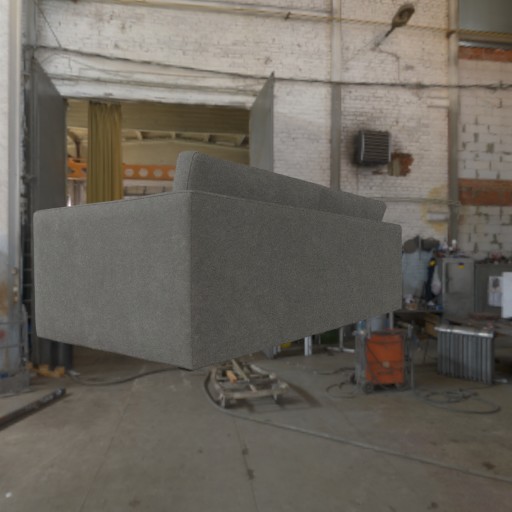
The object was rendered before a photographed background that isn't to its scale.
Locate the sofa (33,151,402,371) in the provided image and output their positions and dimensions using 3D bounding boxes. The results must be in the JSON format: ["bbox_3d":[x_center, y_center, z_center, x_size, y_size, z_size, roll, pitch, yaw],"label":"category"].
[{"bbox_3d":[0.000,0.000,2.746,1.092,0.838,2.257,0,0,36],"label":"sofa"}]
